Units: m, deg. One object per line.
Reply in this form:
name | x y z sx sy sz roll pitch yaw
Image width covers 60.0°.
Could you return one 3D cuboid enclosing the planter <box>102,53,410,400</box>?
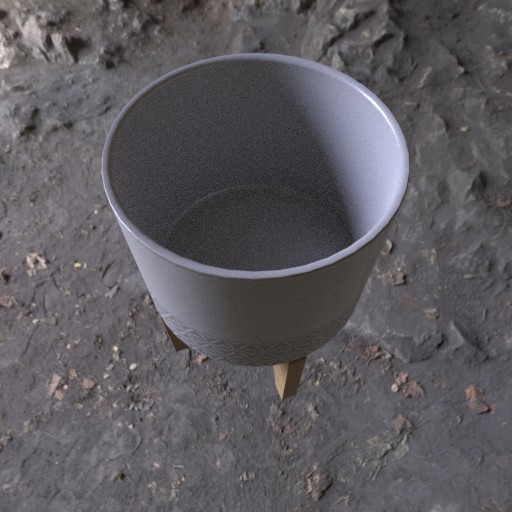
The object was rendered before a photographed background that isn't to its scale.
planter | 0.000 0.000 0.384 0.188 0.260 0.188 0 58 0
